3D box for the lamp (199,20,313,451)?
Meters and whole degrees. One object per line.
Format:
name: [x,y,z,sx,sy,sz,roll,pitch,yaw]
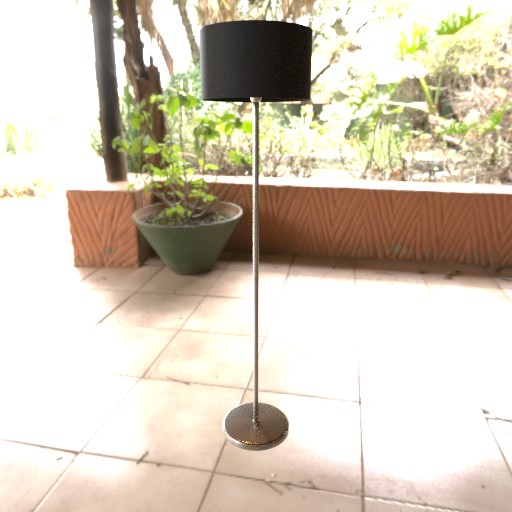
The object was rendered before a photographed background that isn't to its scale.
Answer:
lamp: [0.000,0.000,1.577,0.348,1.443,0.348,3,17,10]
